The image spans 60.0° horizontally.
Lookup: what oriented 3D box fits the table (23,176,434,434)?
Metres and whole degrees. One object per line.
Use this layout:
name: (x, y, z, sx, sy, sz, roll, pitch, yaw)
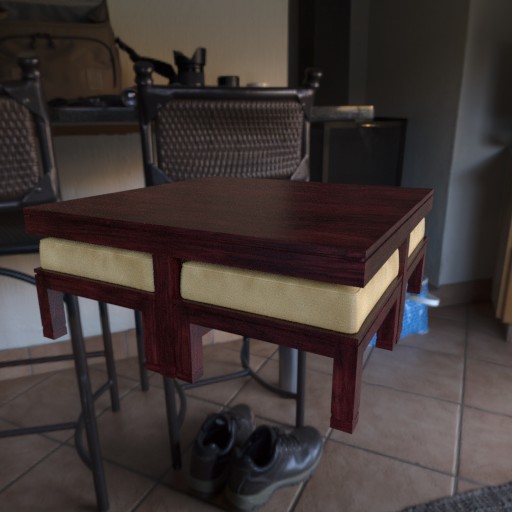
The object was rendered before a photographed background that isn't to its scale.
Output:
table: (0.000, 0.000, 1.333, 0.865, 0.356, 0.865, 8, 18, 27)
